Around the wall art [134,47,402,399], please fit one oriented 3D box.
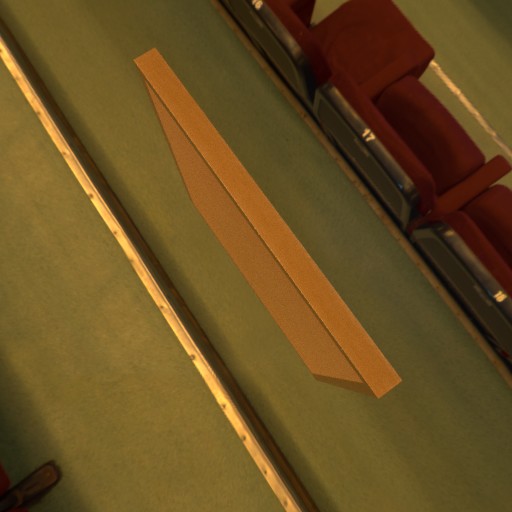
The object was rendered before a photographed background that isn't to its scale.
[{"bbox_3d":[0.000,0.000,0.774,0.033,0.509,0.510,-34,79,-8],"label":"wall art"}]
